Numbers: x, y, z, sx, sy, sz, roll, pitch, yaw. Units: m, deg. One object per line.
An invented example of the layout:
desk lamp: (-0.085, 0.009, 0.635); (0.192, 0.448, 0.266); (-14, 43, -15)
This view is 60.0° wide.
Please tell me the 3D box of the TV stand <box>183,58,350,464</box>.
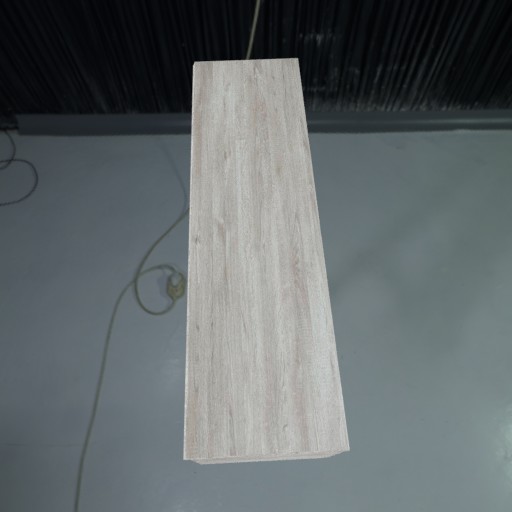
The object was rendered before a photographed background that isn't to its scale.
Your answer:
TV stand: (0.000, 0.000, 1.561); (0.401, 0.565, 1.313); (-3, 63, -1)
